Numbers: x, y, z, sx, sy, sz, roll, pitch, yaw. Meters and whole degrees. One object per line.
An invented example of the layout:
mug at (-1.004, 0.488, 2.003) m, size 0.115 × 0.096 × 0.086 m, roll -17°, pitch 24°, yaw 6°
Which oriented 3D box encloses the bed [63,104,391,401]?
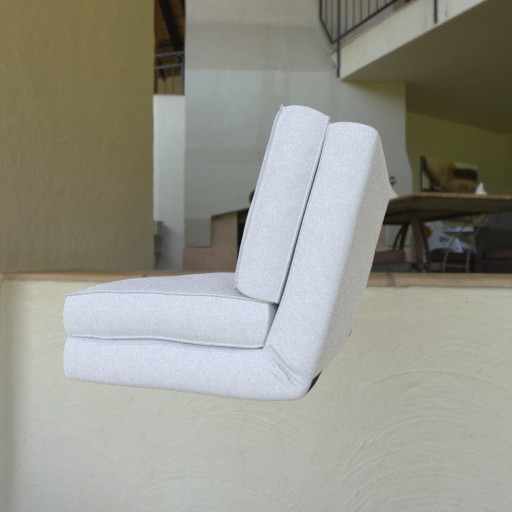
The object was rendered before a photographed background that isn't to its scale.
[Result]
bed at (0.000, 0.000, 1.314) m, size 0.749 × 0.614 × 0.799 m, roll 0°, pitch -1°, yaw 19°
